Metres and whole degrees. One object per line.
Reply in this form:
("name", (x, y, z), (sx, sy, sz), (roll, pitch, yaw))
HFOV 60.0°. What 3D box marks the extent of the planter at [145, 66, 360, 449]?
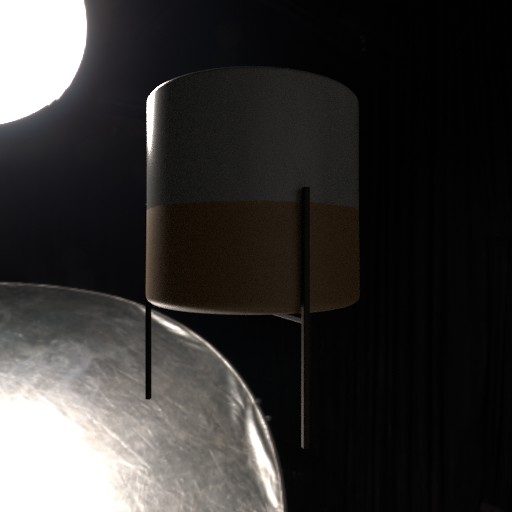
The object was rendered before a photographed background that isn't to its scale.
("planter", (0.000, 0.000, 0.647), (0.310, 0.432, 0.310), (0, 0, -37))
